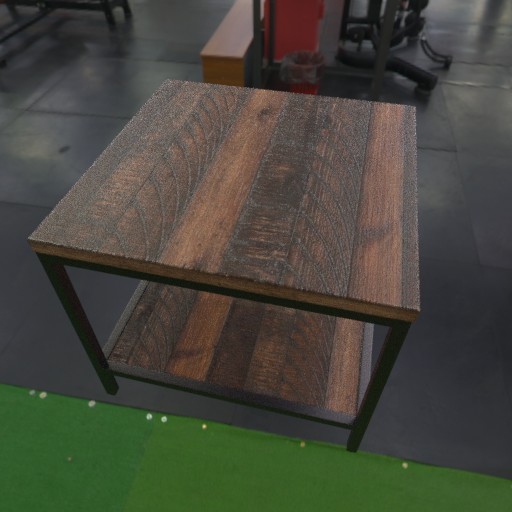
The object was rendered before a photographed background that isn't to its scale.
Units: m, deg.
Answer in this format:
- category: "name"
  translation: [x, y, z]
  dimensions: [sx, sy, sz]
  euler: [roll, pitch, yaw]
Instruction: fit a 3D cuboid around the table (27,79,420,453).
- category: "table"
  translation: [0.000, 0.000, 0.955]
  dimensions: [0.553, 0.482, 0.548]
  euler: [10, 47, 9]
